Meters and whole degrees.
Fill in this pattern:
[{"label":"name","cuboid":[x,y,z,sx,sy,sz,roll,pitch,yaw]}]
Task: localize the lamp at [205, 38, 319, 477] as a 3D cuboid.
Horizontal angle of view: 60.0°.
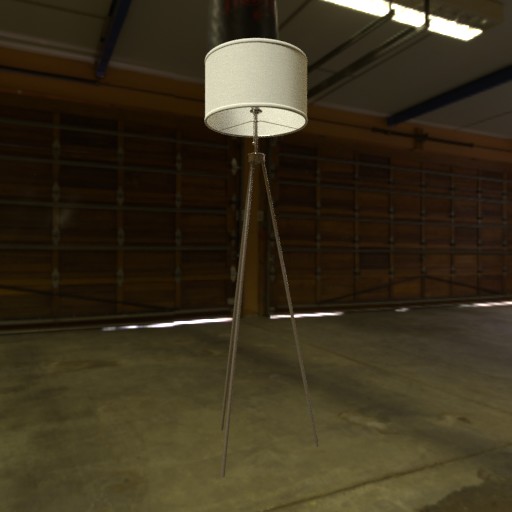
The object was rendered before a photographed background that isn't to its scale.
[{"label":"lamp","cuboid":[0.000,0.000,1.748,0.448,1.545,0.458,0,0,19]}]
